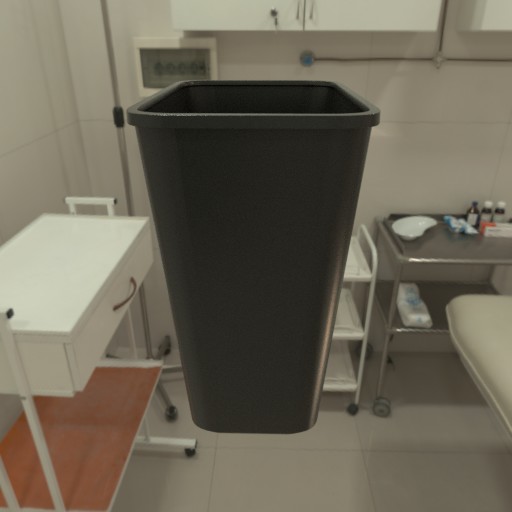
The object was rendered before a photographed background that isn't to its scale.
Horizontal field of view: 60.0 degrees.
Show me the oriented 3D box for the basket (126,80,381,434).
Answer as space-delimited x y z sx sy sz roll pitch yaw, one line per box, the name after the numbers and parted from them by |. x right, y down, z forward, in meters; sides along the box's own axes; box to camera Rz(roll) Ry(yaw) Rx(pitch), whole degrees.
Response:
0.000 0.000 0.748 0.287 0.521 0.394 1 27 1 | basket
